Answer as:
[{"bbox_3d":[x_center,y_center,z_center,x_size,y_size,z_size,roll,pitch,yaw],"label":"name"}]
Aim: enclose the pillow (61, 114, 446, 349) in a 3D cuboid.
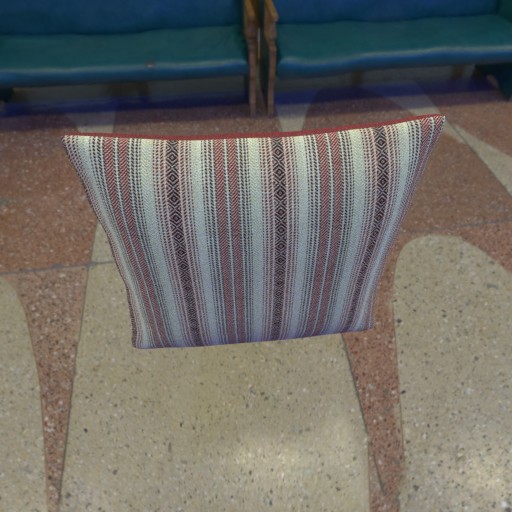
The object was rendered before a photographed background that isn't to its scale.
[{"bbox_3d":[0.000,0.000,0.757,0.513,0.497,0.166,-4,48,-4],"label":"pillow"}]
